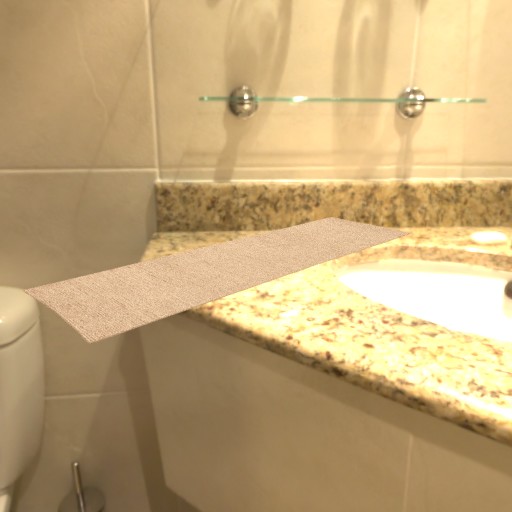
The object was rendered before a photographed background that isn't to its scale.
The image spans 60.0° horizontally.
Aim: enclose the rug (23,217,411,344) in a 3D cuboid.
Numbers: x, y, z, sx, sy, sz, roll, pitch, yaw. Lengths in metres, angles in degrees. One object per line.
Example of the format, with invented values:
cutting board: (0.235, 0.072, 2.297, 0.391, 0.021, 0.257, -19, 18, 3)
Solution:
rug: (0.000, 0.000, 2.607, 2.346, 0.013, 0.712, -16, 23, -41)
